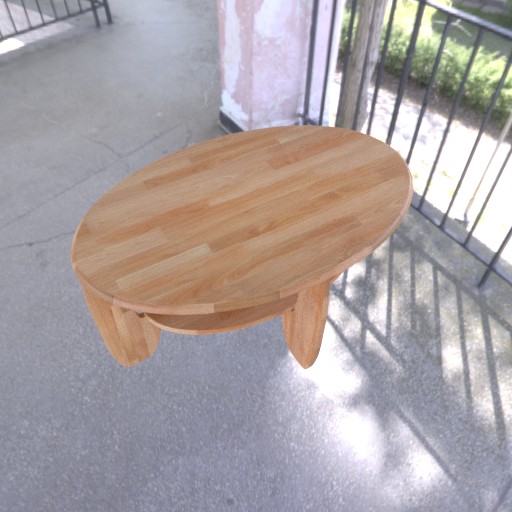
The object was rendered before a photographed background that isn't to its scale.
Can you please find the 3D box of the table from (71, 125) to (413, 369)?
[{"bbox_3d":[0.000,0.000,1.422,1.040,0.490,0.690,-24,51,-21],"label":"table"}]
